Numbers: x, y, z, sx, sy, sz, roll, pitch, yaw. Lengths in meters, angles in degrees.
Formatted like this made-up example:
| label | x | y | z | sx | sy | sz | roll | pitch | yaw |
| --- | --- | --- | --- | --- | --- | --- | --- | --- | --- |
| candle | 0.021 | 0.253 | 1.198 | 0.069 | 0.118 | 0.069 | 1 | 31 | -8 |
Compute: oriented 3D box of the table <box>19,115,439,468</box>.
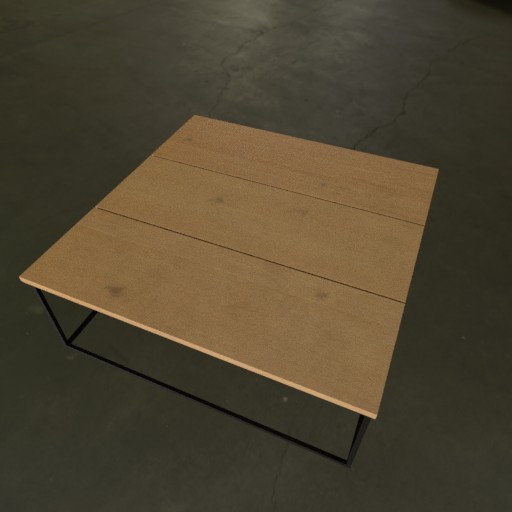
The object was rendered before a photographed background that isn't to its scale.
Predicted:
| label | x | y | z | sx | sy | sz | roll | pitch | yaw |
| --- | --- | --- | --- | --- | --- | --- | --- | --- | --- |
| table | 0.000 | 0.000 | 1.694 | 1.100 | 0.400 | 1.100 | 17 | 48 | 16 |
